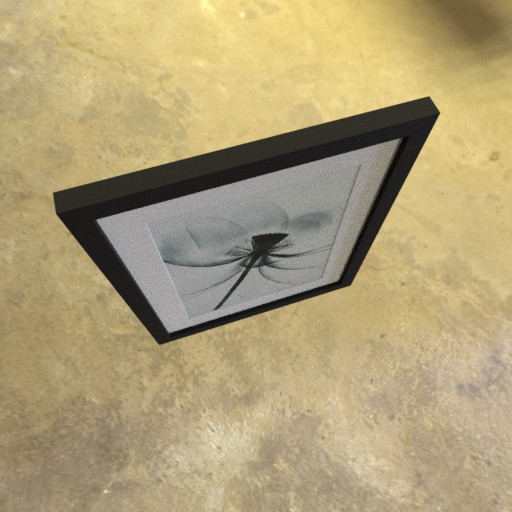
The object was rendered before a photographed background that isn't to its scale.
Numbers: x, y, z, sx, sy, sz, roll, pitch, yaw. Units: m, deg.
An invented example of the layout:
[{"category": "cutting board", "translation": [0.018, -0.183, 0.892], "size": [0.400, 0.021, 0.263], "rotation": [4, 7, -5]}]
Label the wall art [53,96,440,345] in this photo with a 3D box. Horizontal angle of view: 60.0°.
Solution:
[{"category": "wall art", "translation": [0.000, 0.000, 0.760], "size": [0.457, 0.559, 0.029], "rotation": [-16, 66, -8]}]
